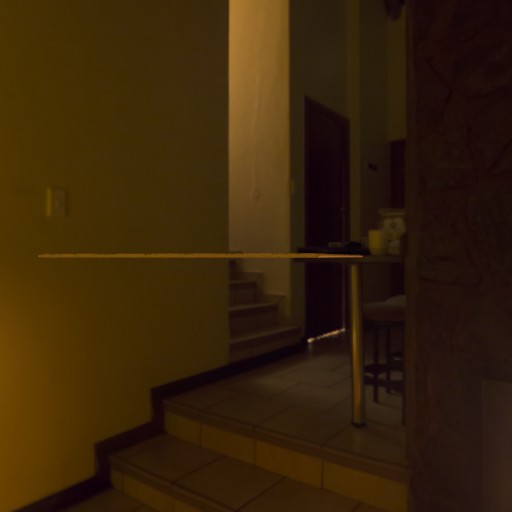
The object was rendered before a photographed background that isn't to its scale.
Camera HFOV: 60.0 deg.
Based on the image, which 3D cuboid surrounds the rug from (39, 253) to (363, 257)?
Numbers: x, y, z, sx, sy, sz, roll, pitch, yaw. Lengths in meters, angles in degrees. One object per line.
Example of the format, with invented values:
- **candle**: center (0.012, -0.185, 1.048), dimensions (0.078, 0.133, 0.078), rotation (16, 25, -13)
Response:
- **rug**: center (0.000, 0.000, 1.443), dimensions (0.605, 0.007, 1.220), rotation (0, 0, 17)
